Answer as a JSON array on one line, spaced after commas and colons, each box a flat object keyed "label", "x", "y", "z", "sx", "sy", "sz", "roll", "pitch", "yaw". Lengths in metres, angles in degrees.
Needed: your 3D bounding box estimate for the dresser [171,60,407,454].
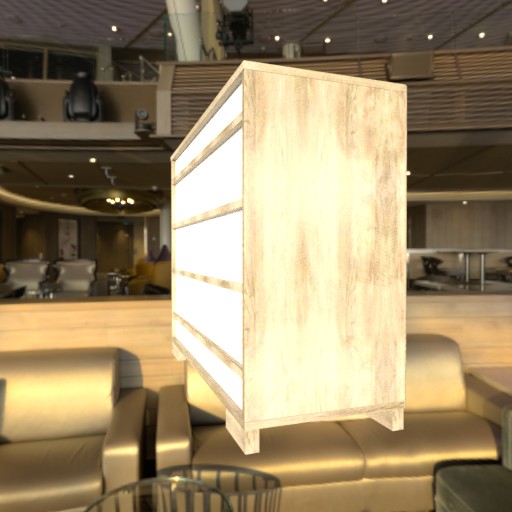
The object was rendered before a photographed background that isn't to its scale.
[{"label": "dresser", "x": 0.000, "y": 0.000, "z": 1.450, "sx": 0.404, "sy": 0.816, "sz": 0.994, "roll": 0, "pitch": 1, "yaw": -19}]
